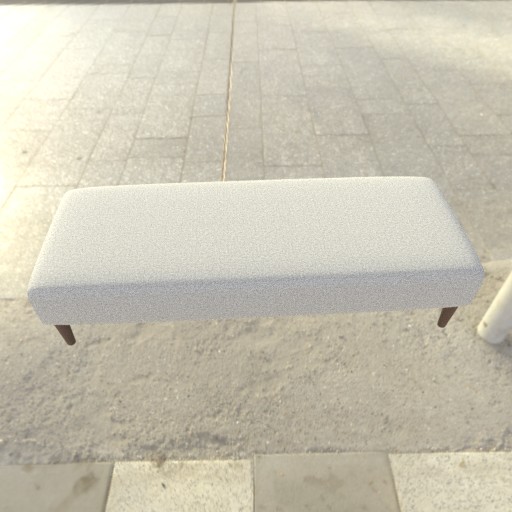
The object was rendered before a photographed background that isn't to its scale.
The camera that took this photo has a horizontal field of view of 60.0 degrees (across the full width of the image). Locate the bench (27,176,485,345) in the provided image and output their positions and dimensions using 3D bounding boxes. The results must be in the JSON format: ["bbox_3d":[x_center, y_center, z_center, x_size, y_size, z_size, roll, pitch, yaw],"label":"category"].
[{"bbox_3d":[0.000,0.000,1.838,1.598,0.383,0.631,-2,45,-2],"label":"bench"}]
